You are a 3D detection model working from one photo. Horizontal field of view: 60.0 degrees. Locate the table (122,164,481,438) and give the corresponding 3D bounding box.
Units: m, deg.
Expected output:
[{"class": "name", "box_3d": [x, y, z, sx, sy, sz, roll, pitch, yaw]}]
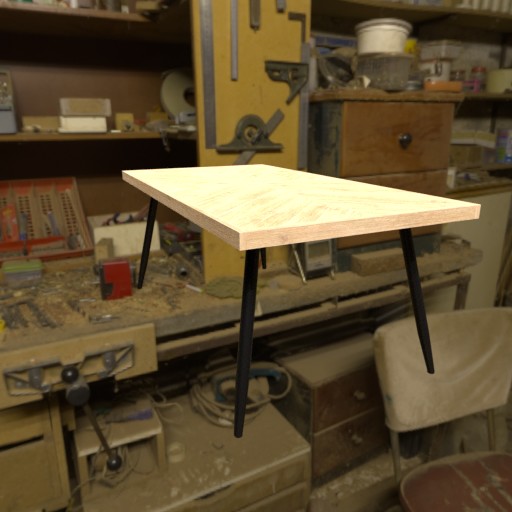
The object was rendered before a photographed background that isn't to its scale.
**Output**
[{"class": "table", "box_3d": [0.000, 0.000, 2.337, 0.991, 0.762, 1.803, -8, 19, -25]}]
